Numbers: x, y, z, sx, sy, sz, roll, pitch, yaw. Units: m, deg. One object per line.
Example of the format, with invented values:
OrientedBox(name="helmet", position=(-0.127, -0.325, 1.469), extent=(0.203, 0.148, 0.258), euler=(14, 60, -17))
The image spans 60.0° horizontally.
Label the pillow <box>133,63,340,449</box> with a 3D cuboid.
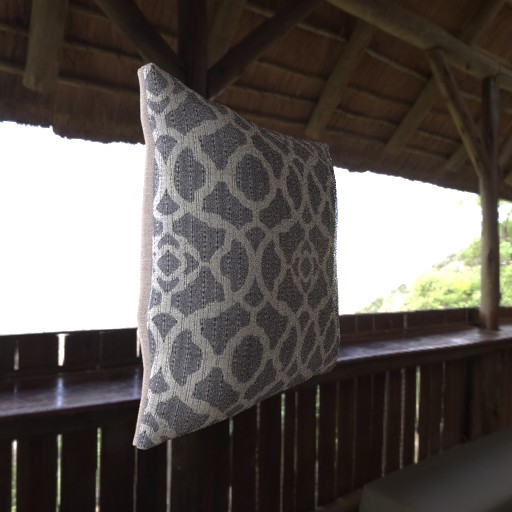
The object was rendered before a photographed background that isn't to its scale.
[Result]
OrientedBox(name="pillow", position=(0.000, 0.000, 0.769), extent=(0.215, 0.498, 0.508), euler=(0, -1, 36))
